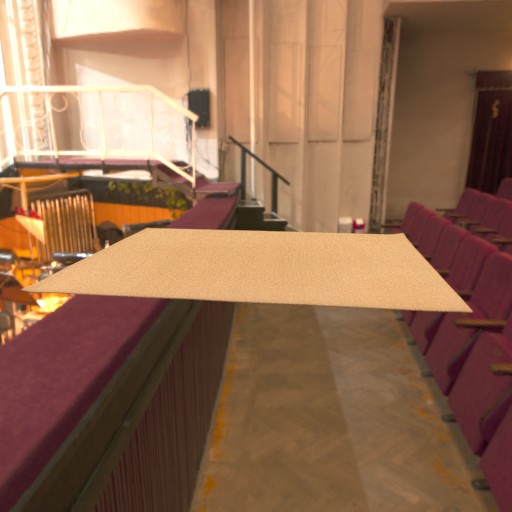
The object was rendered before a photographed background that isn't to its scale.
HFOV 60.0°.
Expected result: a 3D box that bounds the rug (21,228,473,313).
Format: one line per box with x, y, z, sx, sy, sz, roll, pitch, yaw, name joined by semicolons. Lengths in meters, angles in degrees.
0.000;0.000;3.878;2.897;0.035;2.277;2;15;8;rug
